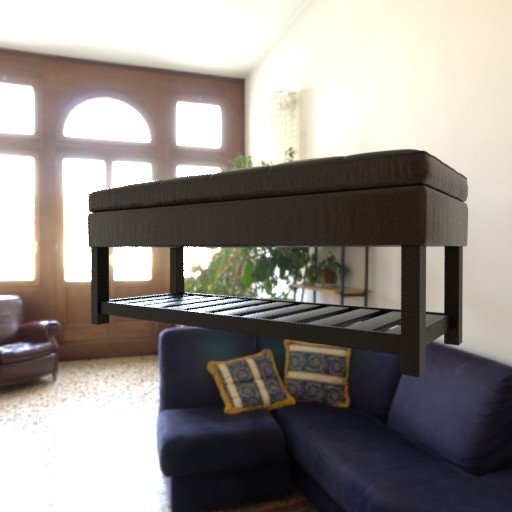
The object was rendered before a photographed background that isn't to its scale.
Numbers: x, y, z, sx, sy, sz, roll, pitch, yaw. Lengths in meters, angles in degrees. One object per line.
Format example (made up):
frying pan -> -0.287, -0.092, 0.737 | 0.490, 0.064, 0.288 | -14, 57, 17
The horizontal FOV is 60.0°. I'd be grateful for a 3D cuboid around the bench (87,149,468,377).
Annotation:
bench -> 0.000, 0.000, 1.336 | 1.105, 0.460, 0.432 | 1, 1, 36
